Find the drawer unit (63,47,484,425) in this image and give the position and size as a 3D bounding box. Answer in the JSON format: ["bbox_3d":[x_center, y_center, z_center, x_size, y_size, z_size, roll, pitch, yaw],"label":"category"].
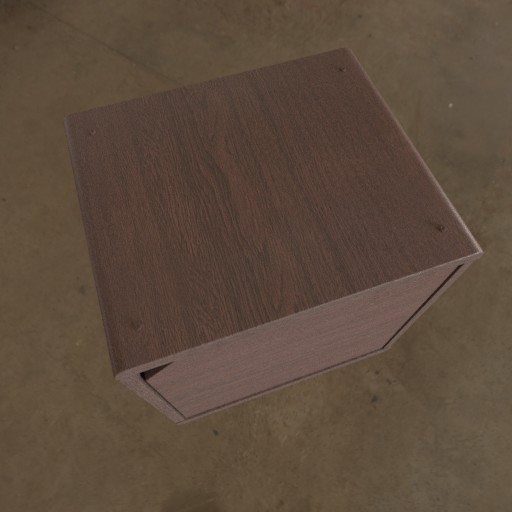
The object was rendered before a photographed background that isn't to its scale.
[{"bbox_3d":[0.000,0.000,0.589,0.344,0.344,0.290,-17,64,-9],"label":"drawer unit"}]
